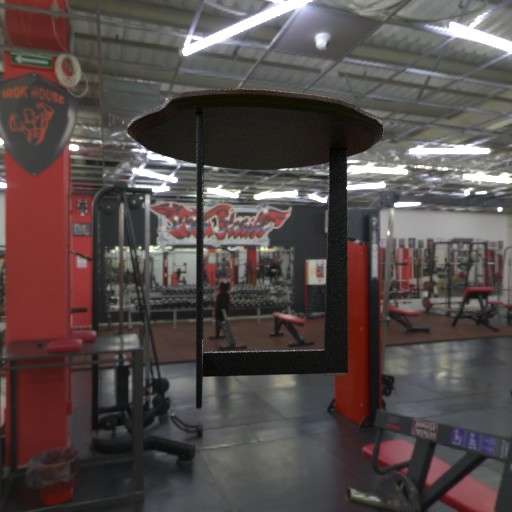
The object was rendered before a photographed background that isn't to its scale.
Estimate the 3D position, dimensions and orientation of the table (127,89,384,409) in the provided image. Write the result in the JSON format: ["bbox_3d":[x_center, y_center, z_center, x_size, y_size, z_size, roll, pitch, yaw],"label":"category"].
[{"bbox_3d":[0.000,0.000,0.881,0.494,0.476,0.477,0,-1,-17],"label":"table"}]
